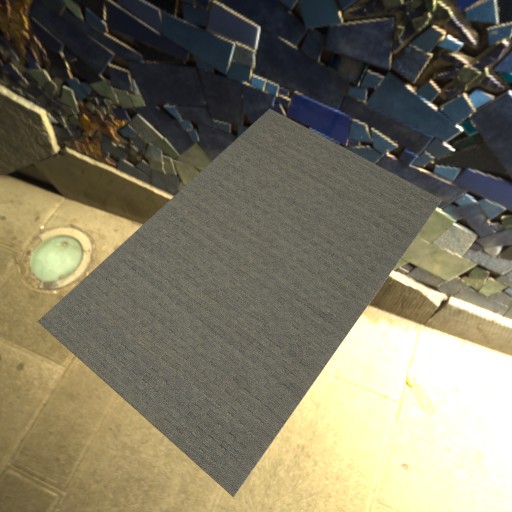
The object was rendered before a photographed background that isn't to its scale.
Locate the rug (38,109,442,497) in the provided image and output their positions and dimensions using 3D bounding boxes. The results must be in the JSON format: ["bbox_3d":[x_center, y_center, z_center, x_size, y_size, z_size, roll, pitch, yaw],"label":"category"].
[{"bbox_3d":[0.000,0.000,2.179,1.142,0.006,1.752,34,65,18],"label":"rug"}]
